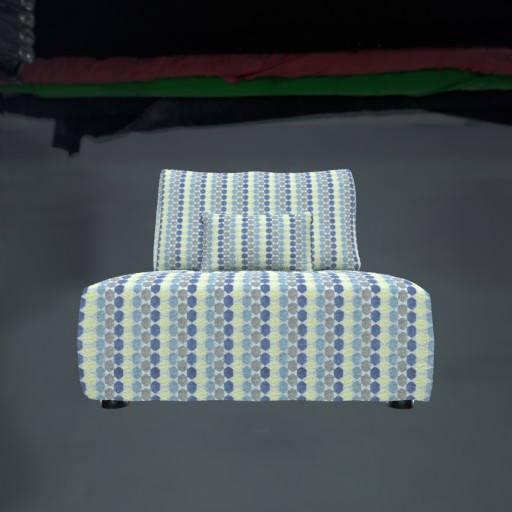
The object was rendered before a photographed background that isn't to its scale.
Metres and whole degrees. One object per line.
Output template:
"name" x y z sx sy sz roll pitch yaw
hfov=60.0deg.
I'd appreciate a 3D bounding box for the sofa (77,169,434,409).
"sofa" 0.000 0.000 1.652 0.930 0.830 1.000 0 -1 0
